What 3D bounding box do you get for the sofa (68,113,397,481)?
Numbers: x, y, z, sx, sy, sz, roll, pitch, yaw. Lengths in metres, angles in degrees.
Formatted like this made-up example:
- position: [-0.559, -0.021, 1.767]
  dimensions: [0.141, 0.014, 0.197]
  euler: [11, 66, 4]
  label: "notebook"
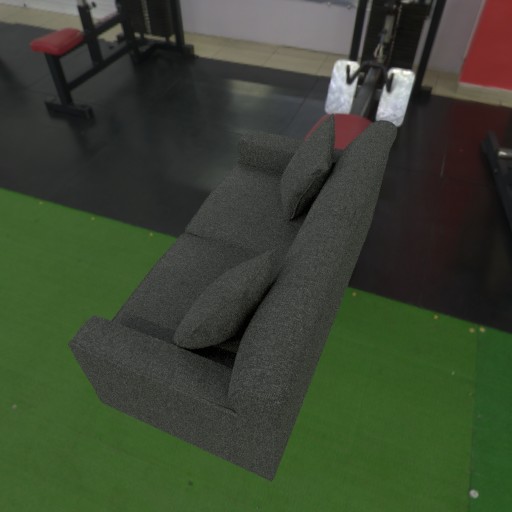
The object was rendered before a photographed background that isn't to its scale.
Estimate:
- position: [0.000, 0.000, 2.400]
  dimensions: [0.998, 0.958, 1.846]
  euler: [18, 49, 16]
  label: "sofa"
